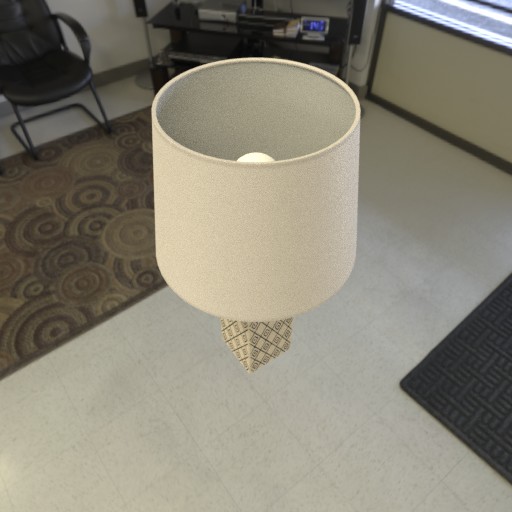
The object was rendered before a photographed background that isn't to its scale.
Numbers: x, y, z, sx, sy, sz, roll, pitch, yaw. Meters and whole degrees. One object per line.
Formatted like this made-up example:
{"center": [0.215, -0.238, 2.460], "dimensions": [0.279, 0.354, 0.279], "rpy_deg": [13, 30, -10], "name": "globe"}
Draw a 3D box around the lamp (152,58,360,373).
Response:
{"center": [0.000, 0.000, 0.585], "dimensions": [0.251, 0.435, 0.251], "rpy_deg": [0, 47, 0], "name": "lamp"}
